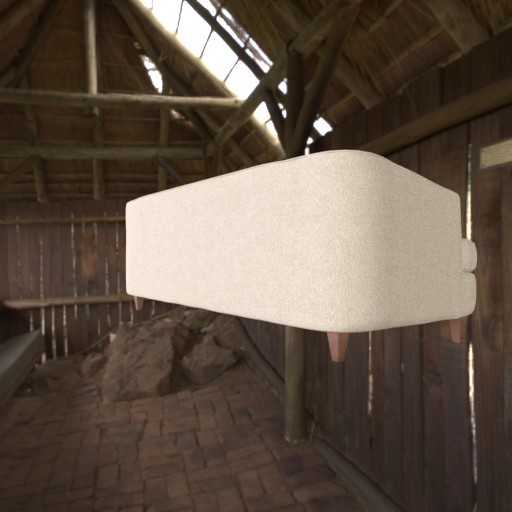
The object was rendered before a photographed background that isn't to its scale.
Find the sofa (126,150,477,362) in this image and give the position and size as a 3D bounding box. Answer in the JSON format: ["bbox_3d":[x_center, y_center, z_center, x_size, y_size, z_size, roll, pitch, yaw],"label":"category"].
[{"bbox_3d":[0.000,0.000,2.646,0.913,0.788,2.235,0,0,-37],"label":"sofa"}]
